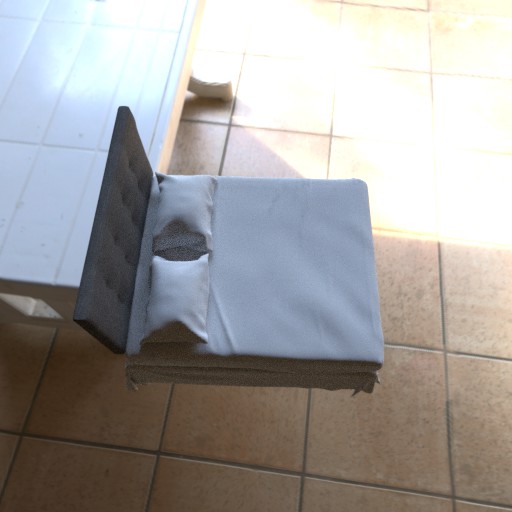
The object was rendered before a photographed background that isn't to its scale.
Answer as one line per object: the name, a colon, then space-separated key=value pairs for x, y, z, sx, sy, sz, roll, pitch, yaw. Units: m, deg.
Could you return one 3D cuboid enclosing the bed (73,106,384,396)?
bed: x=0.000 y=0.000 z=3.555 sx=2.222 sy=1.577 sz=1.936 roll=2 pitch=65 yaw=1
